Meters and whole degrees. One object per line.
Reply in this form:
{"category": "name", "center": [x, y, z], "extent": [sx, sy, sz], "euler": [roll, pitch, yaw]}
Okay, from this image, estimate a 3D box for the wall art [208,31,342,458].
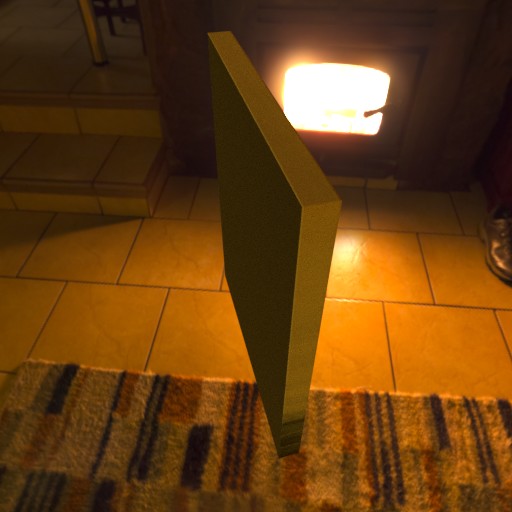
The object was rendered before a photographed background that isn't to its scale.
{"category": "wall art", "center": [0.000, 0.000, 0.802], "extent": [0.040, 0.608, 0.489], "euler": [-11, 46, -11]}
